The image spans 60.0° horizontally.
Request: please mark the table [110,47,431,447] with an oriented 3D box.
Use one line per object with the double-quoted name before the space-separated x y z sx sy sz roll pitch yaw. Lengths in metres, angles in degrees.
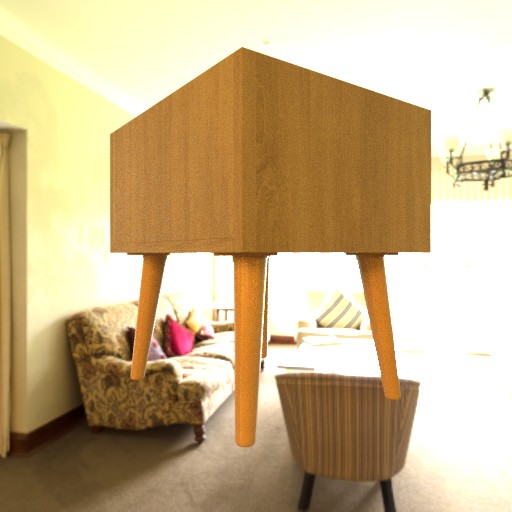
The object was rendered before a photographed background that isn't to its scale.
"table" 0.000 0.000 0.786 0.370 0.470 0.450 0 0 -36
